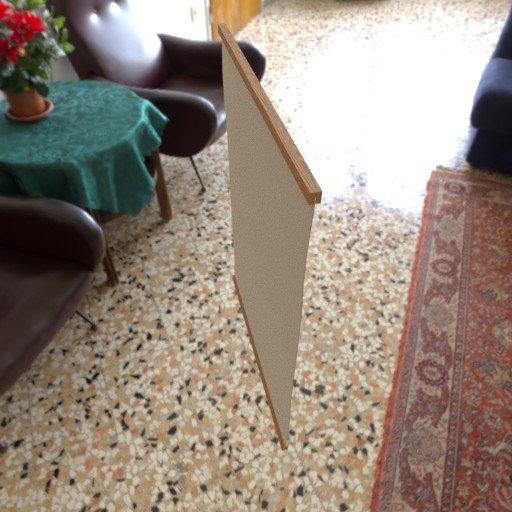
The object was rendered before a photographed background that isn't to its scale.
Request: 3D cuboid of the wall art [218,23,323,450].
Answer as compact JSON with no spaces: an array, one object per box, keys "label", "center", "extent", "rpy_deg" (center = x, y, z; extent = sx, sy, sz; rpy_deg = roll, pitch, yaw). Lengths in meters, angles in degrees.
[{"label":"wall art","center":[0.000,0.000,1.280],"extent":[0.020,1.016,0.739],"rpy_deg":[-10,47,-10]}]
